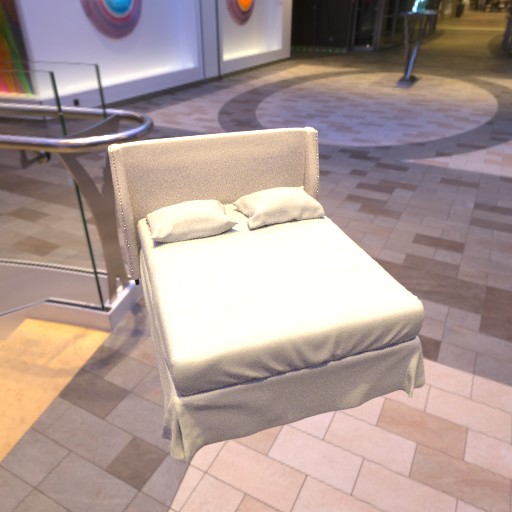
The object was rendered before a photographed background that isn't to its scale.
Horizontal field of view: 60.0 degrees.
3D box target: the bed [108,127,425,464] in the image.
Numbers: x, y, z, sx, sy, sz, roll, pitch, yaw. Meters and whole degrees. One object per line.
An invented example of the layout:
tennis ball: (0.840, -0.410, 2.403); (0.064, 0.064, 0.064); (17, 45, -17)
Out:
bed: (0.000, 0.000, 3.436); (1.925, 1.332, 2.276); (-10, 32, -16)
